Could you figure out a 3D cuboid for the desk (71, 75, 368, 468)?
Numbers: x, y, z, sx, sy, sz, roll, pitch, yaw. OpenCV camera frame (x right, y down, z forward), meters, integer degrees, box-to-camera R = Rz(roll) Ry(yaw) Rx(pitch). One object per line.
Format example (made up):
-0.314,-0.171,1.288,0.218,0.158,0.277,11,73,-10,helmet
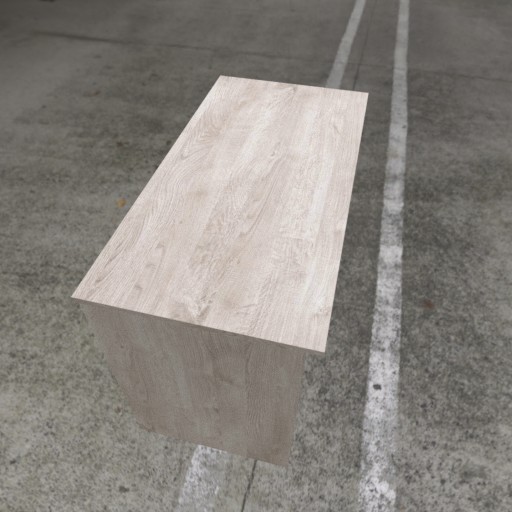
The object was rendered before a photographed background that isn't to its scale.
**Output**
0.000,0.000,1.557,0.560,0.735,1.097,11,48,10,desk
